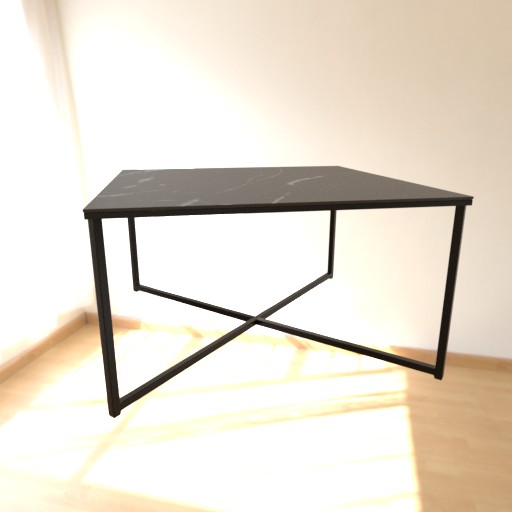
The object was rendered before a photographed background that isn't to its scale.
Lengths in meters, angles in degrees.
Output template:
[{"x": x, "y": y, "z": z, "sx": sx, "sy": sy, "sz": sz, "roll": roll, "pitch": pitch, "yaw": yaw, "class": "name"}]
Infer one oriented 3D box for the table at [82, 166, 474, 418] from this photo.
[{"x": 0.000, "y": 0.000, "z": 1.319, "sx": 0.800, "sy": 0.450, "sz": 0.800, "roll": -3, "pitch": 17, "yaw": -11, "class": "table"}]
